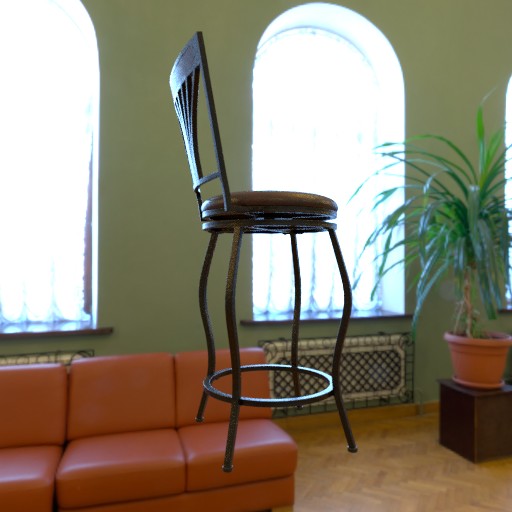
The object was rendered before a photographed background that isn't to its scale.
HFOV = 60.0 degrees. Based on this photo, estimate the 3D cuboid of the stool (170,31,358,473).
[{"bbox_3d":[0.000,0.000,1.373,0.514,1.117,0.433,0,0,-19],"label":"stool"}]
